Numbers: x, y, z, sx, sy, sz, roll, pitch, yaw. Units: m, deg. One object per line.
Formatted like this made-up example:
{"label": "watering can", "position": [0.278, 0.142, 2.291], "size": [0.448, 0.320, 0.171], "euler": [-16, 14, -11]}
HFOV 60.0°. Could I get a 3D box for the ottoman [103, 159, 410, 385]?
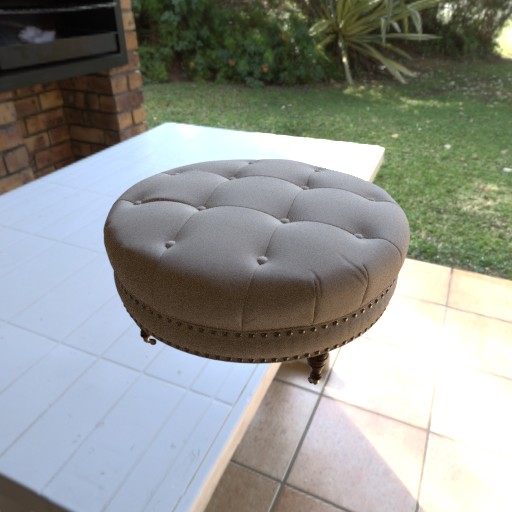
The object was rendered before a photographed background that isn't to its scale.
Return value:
{"label": "ottoman", "position": [0.000, 0.000, 1.487], "size": [0.940, 0.483, 0.940], "euler": [0, 31, 0]}
